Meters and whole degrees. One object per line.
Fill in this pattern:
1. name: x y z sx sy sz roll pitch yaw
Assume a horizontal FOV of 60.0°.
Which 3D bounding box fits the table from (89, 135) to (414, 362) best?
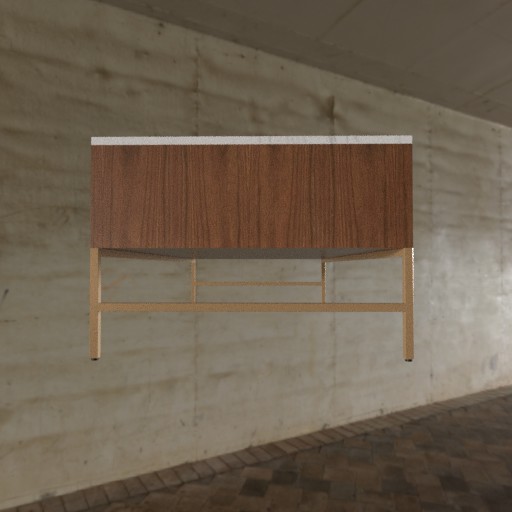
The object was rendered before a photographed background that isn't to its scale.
1. table: 0.000 0.000 1.859 0.789 0.551 1.553 0 -1 1
